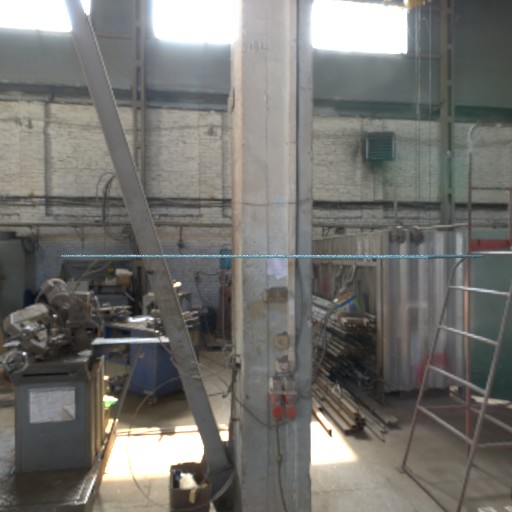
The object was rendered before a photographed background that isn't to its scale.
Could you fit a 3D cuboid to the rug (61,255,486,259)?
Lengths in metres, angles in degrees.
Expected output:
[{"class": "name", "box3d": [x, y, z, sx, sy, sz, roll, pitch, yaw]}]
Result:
[{"class": "rug", "box3d": [0.000, 0.000, 1.409, 1.219, 0.007, 0.604, 0, 0, 36]}]
